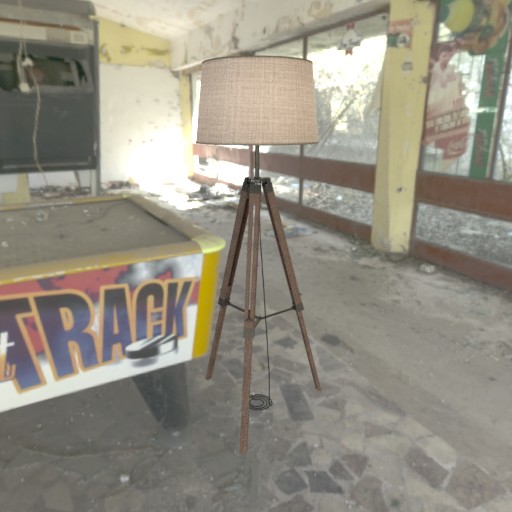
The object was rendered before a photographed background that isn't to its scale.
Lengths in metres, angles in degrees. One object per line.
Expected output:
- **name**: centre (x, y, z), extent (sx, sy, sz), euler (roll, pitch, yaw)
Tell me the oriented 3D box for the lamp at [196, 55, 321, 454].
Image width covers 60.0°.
- **lamp**: centre (0.000, 0.000, 1.869), extent (0.604, 1.510, 0.587), euler (3, 17, 8)
